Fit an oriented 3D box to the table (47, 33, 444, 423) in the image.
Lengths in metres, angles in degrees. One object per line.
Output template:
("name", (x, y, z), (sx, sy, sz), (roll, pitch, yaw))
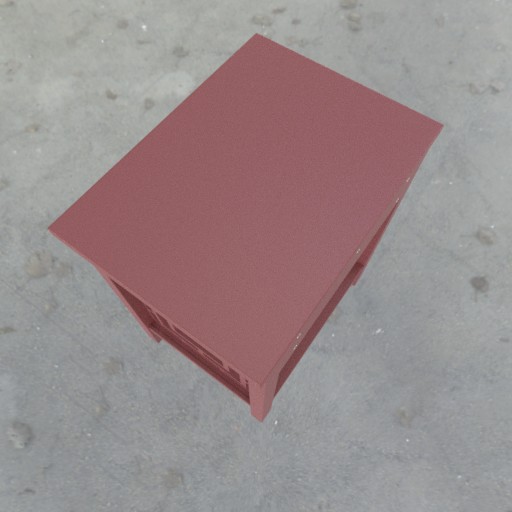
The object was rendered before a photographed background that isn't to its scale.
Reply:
("table", (0.000, 0.000, 1.102), (0.451, 0.686, 0.599), (33, 68, 15))
